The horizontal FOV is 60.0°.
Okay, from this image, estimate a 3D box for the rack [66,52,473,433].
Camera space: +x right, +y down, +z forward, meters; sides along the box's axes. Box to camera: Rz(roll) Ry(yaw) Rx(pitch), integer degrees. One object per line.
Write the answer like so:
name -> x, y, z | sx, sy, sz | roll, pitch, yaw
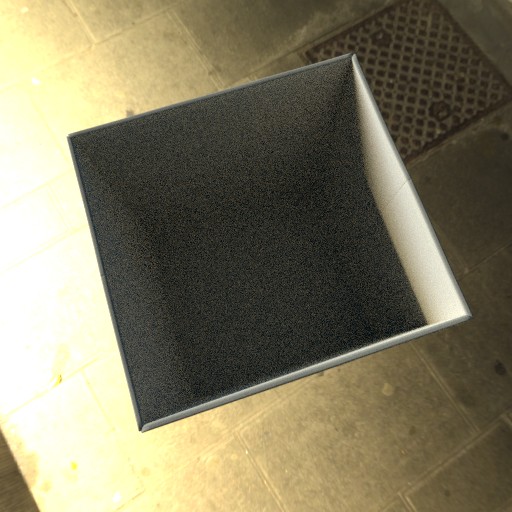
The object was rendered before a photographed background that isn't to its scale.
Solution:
rack -> 0.000, 0.000, 0.494 | 0.270, 0.280, 0.270 | -18, 76, -4
